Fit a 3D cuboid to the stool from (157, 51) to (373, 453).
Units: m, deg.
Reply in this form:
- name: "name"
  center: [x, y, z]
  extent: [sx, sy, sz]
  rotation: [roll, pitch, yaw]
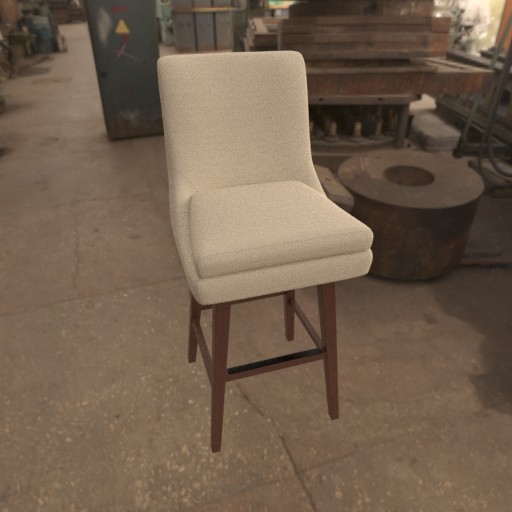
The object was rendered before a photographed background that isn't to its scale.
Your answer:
- name: "stool"
  center: [0.000, 0.000, 1.366]
  extent: [0.483, 1.093, 0.559]
  rotation: [-9, 32, -15]
